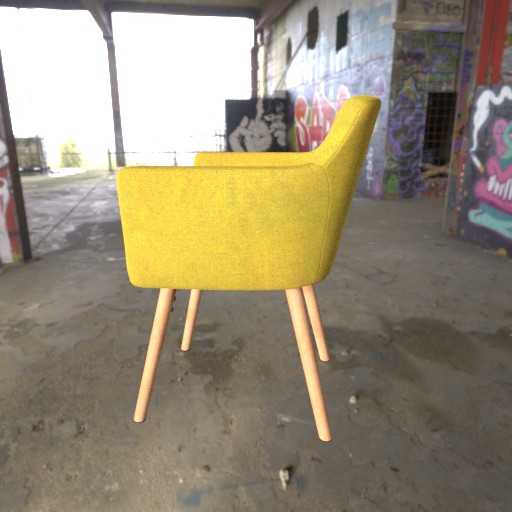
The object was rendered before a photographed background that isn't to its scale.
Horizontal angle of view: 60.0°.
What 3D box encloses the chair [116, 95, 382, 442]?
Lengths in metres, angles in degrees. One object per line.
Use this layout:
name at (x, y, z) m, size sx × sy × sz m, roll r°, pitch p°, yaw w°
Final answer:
chair at (0.000, 0.000, 1.155) m, size 0.570 × 0.780 × 0.570 m, roll 2°, pitch 16°, yaw 8°
